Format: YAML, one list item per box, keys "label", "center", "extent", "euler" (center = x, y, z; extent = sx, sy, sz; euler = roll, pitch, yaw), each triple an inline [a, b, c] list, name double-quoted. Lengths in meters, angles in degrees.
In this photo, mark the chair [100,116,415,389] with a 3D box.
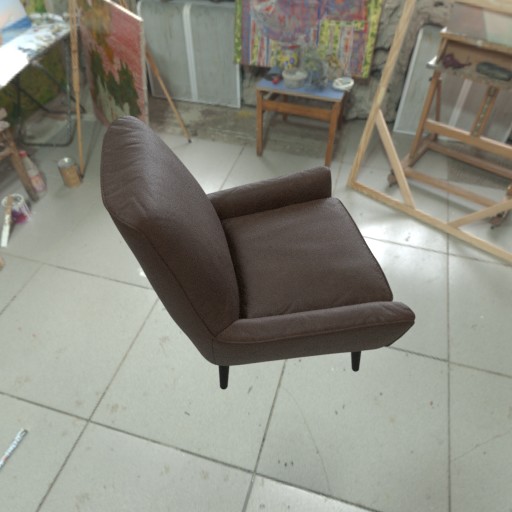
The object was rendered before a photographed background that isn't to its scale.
- label: "chair"
  center: [0.000, 0.000, 1.511]
  extent: [0.824, 0.888, 0.787]
  euler: [-9, 47, -9]
